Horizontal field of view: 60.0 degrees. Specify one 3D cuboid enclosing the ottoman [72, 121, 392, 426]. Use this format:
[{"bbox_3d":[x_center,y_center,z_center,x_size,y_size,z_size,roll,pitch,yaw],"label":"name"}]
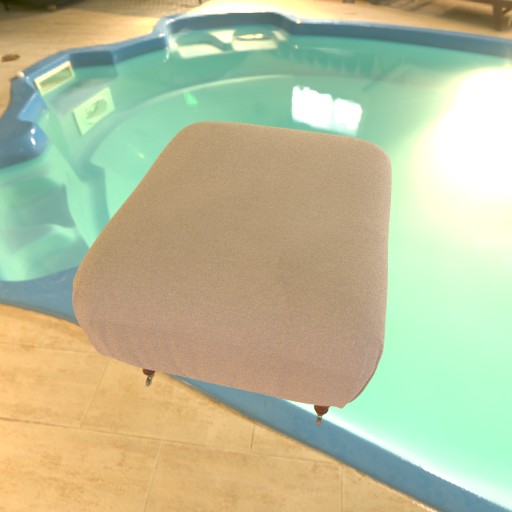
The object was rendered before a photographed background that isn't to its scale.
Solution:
[{"bbox_3d":[0.000,0.000,1.144,0.622,0.450,0.746,10,45,10],"label":"ottoman"}]
